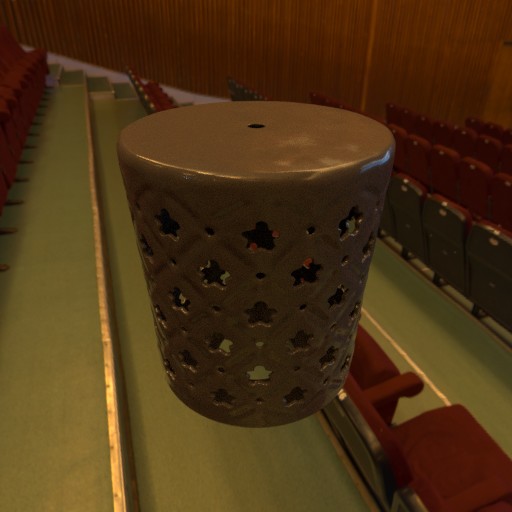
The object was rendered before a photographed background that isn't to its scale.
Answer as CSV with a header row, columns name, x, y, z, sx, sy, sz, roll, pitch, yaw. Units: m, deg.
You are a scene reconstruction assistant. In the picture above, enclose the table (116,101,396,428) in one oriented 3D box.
name,x,y,z,sx,sy,sz,roll,pitch,yaw
table,0.000,0.000,0.665,0.352,0.387,0.352,0,30,0
